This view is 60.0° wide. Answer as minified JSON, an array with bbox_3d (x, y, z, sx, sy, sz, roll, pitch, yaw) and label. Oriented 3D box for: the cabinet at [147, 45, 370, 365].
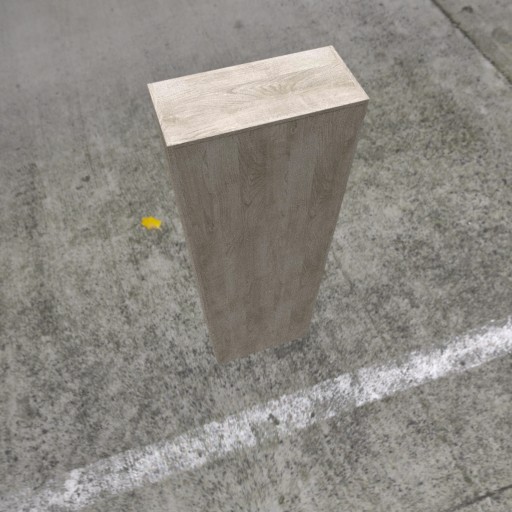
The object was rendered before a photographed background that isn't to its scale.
[{"bbox_3d":[0.000,0.000,1.828,0.520,1.630,0.250,-16,60,-10],"label":"cabinet"}]
